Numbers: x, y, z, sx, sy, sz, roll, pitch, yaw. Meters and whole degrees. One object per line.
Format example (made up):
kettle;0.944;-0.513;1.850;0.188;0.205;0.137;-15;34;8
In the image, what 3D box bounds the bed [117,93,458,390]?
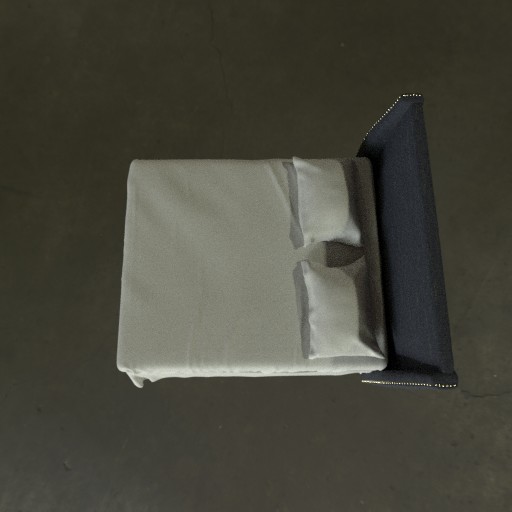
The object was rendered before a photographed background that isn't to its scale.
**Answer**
bed;0.000;0.000;3.342;2.276;1.332;1.925;-1;75;0
